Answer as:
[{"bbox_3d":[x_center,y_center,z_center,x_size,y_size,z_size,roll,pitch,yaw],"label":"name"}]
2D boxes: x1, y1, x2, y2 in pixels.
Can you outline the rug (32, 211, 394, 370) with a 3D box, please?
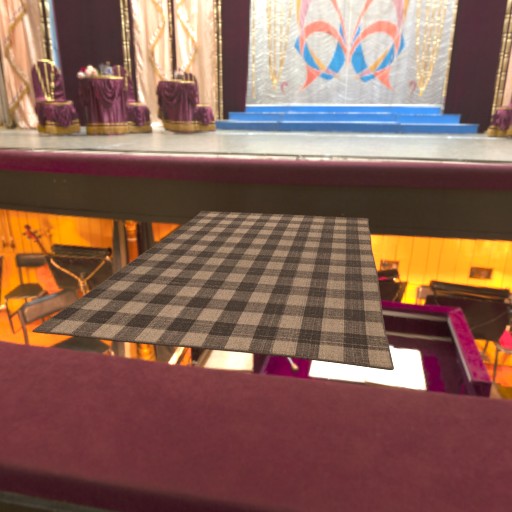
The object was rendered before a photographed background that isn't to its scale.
[{"bbox_3d":[0.000,0.000,2.957,1.554,0.011,2.476,4,19,11],"label":"rug"}]
